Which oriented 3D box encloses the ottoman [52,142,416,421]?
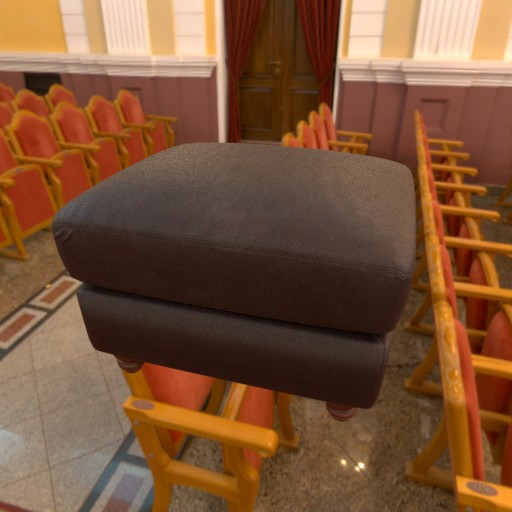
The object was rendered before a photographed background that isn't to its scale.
[{"bbox_3d":[0.000,0.000,1.256,0.806,0.569,0.670,8,29,15],"label":"ottoman"}]
